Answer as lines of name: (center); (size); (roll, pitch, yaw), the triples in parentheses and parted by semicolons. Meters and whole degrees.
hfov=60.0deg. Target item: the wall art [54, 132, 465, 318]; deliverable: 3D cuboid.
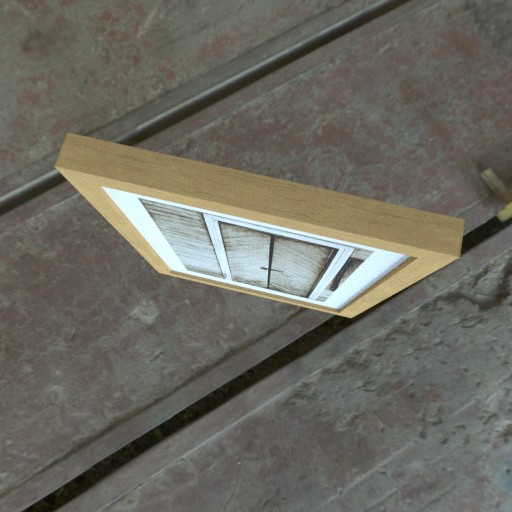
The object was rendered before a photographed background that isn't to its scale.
wall art: (0.000, 0.000, 0.518); (0.312, 0.380, 0.030); (13, 76, 3)
